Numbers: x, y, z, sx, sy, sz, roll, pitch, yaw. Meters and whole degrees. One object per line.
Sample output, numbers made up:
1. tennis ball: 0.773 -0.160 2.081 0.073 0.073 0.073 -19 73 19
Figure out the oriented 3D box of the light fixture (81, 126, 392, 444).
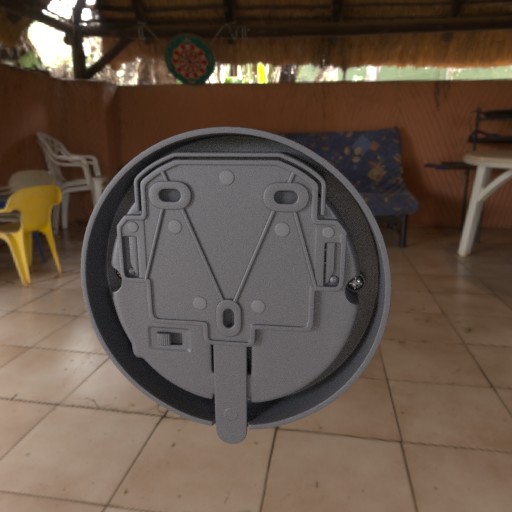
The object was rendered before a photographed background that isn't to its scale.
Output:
1. light fixture: 0.000 0.000 0.265 0.134 0.143 0.160 2 14 8
